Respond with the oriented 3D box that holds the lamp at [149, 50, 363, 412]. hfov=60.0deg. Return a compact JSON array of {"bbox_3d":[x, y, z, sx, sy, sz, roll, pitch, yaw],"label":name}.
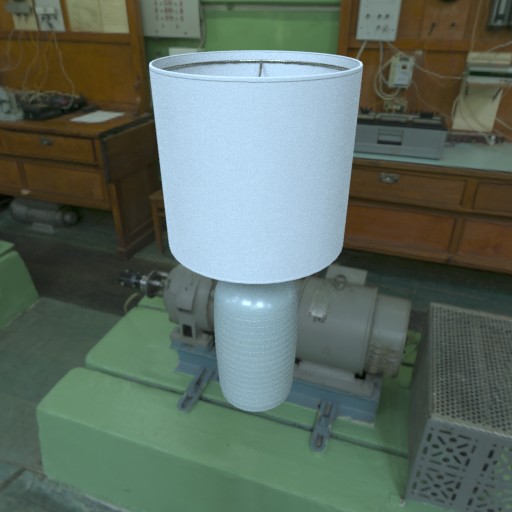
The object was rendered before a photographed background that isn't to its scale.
[{"bbox_3d":[0.000,0.000,0.586,0.220,0.475,0.220,9,31,15],"label":"lamp"}]
